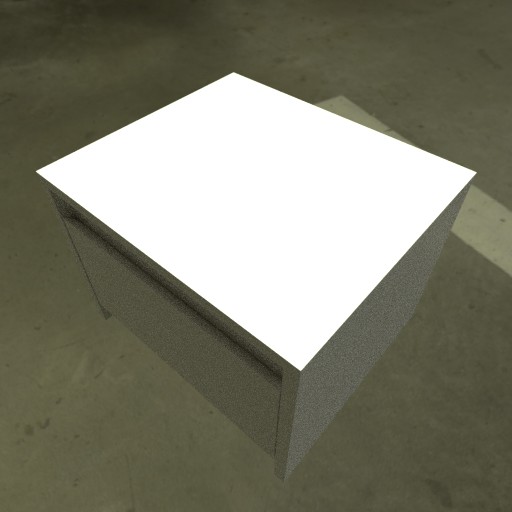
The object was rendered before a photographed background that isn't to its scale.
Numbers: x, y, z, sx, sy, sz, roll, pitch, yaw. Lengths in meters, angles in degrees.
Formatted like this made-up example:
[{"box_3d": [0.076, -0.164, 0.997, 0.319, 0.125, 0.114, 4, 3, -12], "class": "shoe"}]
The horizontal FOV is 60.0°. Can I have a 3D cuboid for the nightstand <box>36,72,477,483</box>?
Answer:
[{"box_3d": [0.000, 0.000, 0.754, 0.470, 0.351, 0.408, 33, 55, 27], "class": "nightstand"}]
